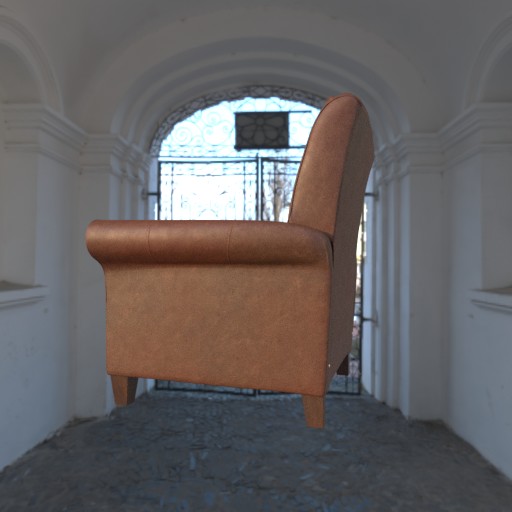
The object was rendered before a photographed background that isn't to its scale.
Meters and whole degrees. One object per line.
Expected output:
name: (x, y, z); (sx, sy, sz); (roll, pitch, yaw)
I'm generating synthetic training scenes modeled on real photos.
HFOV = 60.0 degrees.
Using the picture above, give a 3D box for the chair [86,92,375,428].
chair: (0.000, 0.000, 1.790); (0.902, 1.061, 0.978); (0, -1, 18)
